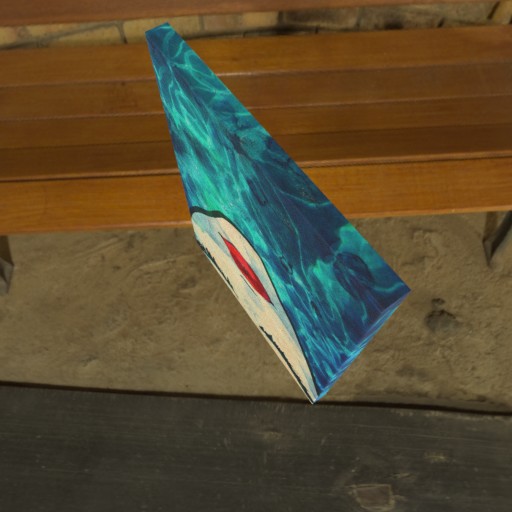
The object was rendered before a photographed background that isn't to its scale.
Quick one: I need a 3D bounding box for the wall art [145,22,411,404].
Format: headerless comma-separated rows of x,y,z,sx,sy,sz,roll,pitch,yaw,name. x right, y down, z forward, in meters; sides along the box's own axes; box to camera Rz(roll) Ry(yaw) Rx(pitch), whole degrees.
0.000,0.000,0.827,0.038,0.635,0.508,-32,68,-15,wall art
